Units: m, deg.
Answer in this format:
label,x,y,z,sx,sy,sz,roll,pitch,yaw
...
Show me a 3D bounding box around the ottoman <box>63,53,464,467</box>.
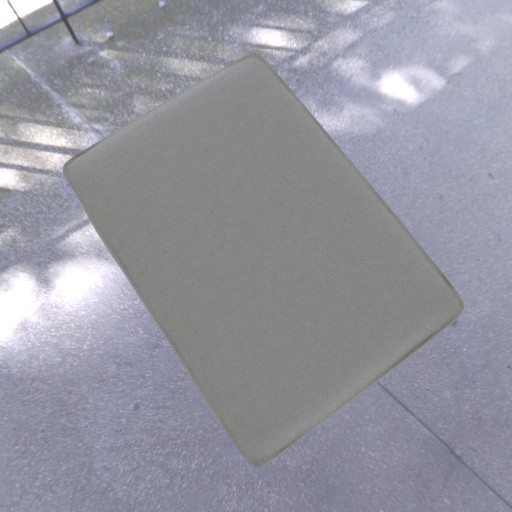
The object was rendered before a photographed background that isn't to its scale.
label,x,y,z,sx,sy,sz,roll,pitch,yaw
ottoman,0.000,0.000,1.202,0.611,0.482,0.848,-34,78,-8
